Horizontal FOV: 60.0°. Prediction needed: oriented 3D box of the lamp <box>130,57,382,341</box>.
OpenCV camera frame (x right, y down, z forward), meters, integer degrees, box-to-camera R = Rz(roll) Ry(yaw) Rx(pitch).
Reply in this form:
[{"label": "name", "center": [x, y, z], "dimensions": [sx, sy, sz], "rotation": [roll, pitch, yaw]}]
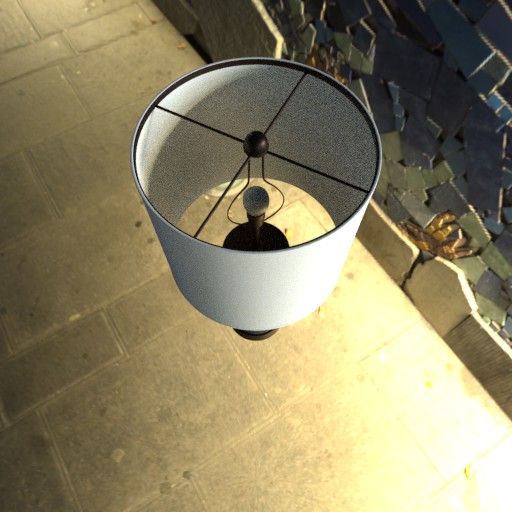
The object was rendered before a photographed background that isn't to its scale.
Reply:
[{"label": "lamp", "center": [0.000, 0.000, 0.802], "dimensions": [0.301, 0.630, 0.301], "rotation": [-16, 64, -8]}]
